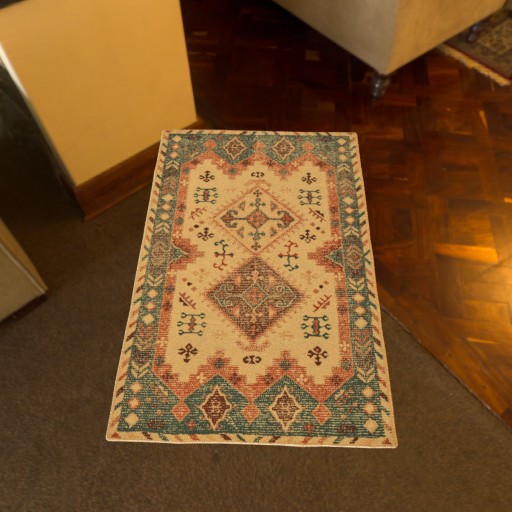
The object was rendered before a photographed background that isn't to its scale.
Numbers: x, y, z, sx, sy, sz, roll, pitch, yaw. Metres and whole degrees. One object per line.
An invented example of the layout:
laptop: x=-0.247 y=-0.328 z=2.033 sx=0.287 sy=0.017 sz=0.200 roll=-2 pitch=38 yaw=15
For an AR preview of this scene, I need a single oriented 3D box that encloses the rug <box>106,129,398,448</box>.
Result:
rug: x=0.000 y=0.000 z=2.318 sx=1.225 sy=0.015 sz=1.840 roll=1 pitch=59 yaw=1
